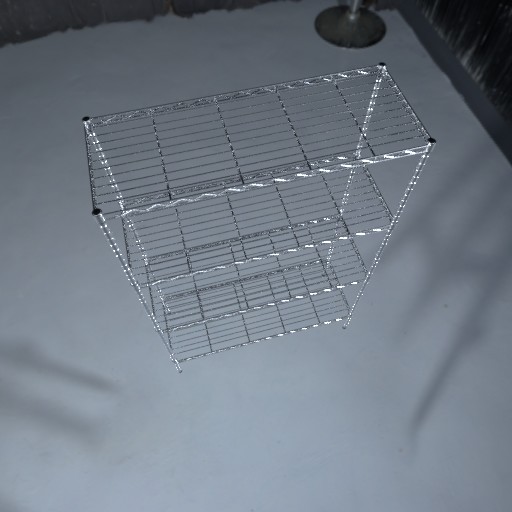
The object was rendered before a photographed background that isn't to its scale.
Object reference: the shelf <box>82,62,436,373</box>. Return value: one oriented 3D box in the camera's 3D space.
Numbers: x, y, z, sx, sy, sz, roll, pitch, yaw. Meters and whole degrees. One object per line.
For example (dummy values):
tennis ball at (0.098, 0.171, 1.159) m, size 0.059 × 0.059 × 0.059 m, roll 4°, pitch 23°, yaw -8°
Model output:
shelf at (0.000, 0.000, 1.788) m, size 0.907 × 1.360 × 0.352 m, roll -13°, pitch 61°, yaw -8°
